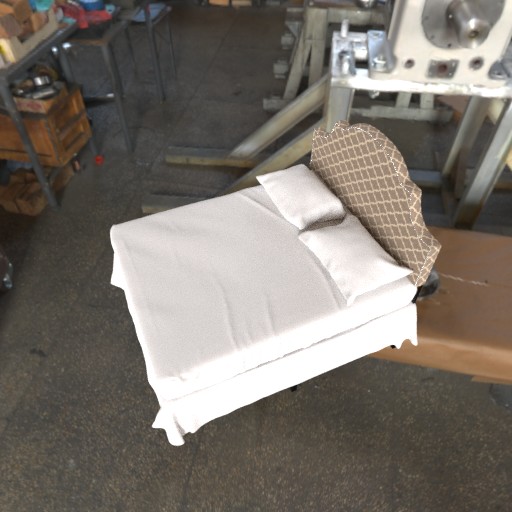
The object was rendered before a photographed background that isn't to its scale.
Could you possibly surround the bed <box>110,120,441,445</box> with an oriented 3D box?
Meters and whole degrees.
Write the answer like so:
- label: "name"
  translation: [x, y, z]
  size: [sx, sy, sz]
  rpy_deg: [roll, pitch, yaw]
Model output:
- label: "bed"
  translation: [0.000, 0.000, 3.409]
  size: [2.222, 1.633, 1.780]
  rpy_deg: [-18, 50, -16]
